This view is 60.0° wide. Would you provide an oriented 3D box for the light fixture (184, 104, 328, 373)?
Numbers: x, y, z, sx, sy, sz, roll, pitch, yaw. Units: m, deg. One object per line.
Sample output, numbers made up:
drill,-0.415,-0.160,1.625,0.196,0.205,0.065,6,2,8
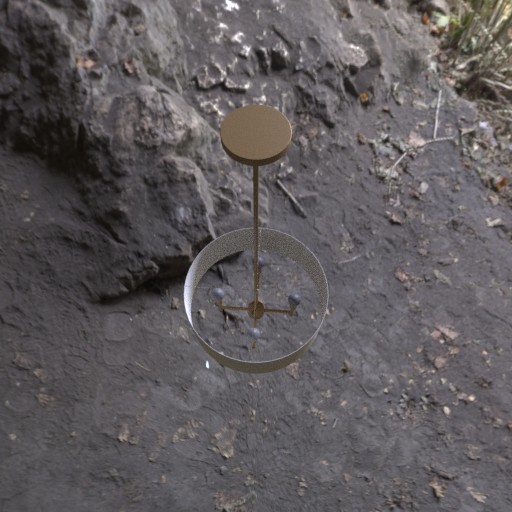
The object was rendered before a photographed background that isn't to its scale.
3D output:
light fixture,0.000,0.000,1.315,0.508,1.067,0.508,0,64,0
